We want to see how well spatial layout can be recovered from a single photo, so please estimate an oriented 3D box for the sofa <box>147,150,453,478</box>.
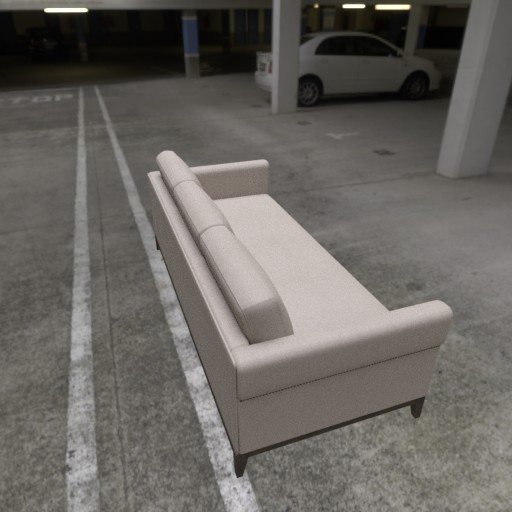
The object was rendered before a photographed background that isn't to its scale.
[{"bbox_3d":[0.000,0.000,2.704,0.959,0.838,2.210,-10,31,-17],"label":"sofa"}]
